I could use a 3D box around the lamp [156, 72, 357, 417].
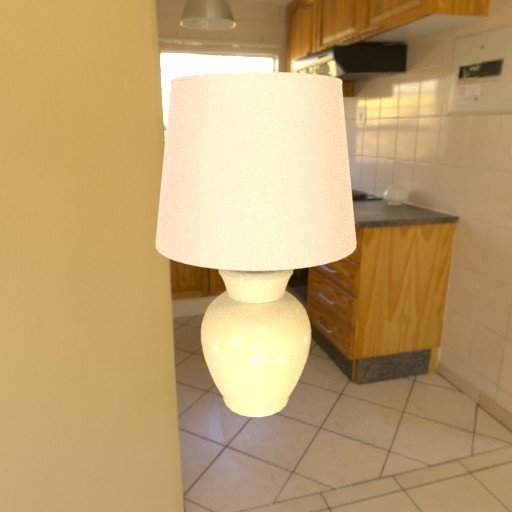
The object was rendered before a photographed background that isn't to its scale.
[{"bbox_3d":[0.000,0.000,0.545,0.239,0.399,0.239,0,16,0],"label":"lamp"}]
